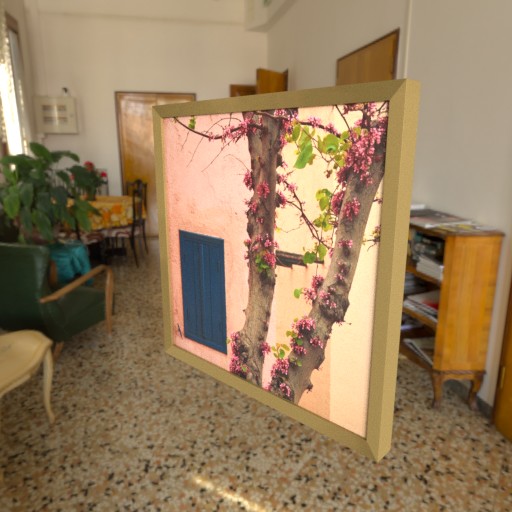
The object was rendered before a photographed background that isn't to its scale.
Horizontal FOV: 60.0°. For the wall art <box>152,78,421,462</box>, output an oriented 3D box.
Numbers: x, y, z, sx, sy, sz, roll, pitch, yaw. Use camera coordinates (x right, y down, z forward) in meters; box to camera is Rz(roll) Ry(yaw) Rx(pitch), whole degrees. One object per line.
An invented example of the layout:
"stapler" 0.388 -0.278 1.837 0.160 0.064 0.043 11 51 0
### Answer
"wall art" 0.000 0.000 0.747 0.507 0.508 0.038 13 19 42
